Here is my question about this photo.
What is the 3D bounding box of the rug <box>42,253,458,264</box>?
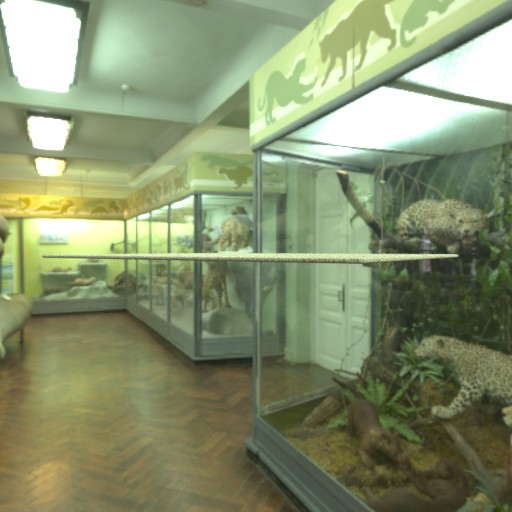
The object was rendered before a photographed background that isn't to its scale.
[{"bbox_3d":[0.000,0.000,4.126,3.047,0.029,2.438,1,1,35],"label":"rug"}]
